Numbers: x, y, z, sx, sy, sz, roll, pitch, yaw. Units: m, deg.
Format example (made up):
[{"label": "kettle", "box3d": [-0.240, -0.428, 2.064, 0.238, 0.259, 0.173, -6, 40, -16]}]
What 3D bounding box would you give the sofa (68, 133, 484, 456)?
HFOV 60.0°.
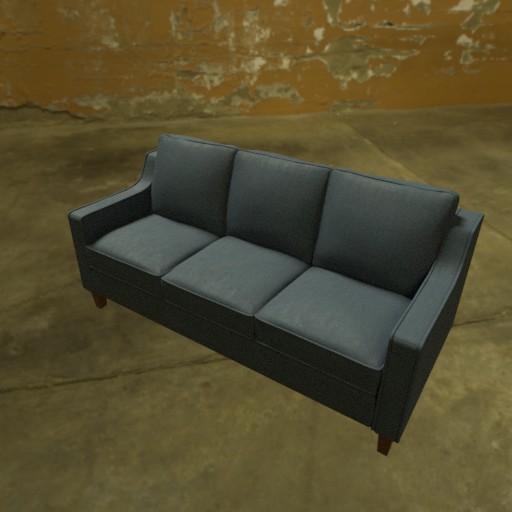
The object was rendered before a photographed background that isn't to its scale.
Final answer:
[{"label": "sofa", "box3d": [0.000, 0.000, 2.403, 1.986, 0.974, 0.911, 19, 35, 29]}]
